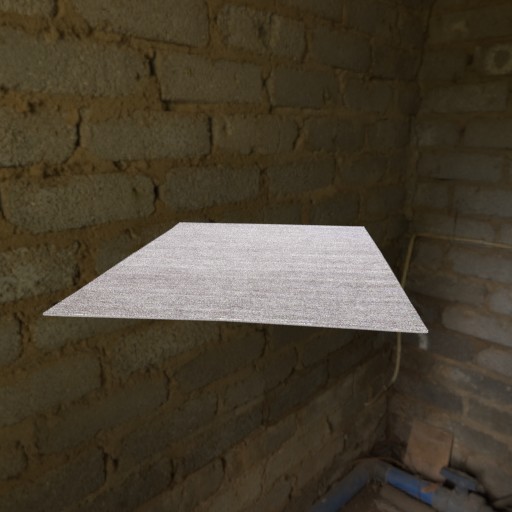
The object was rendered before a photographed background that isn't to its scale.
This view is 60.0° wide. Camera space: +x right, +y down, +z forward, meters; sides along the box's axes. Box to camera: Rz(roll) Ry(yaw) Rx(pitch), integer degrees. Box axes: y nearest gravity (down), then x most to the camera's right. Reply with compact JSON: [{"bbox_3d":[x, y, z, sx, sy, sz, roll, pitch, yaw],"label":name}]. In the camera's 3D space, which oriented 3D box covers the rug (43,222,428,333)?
[{"bbox_3d":[0.000,0.000,4.284,2.434,0.045,3.202,2,15,6],"label":"rug"}]
